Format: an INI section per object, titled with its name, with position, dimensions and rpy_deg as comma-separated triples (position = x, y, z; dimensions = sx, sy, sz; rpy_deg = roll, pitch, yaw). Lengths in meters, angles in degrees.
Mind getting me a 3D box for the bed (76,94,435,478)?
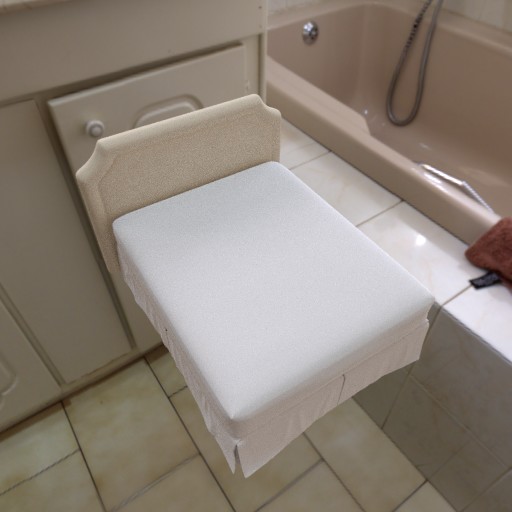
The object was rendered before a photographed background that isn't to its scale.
[bed]
position = 0.000, 0.000, 3.292
dimensions = 1.827, 1.296, 2.209
rpy_deg = -25, 51, -22
